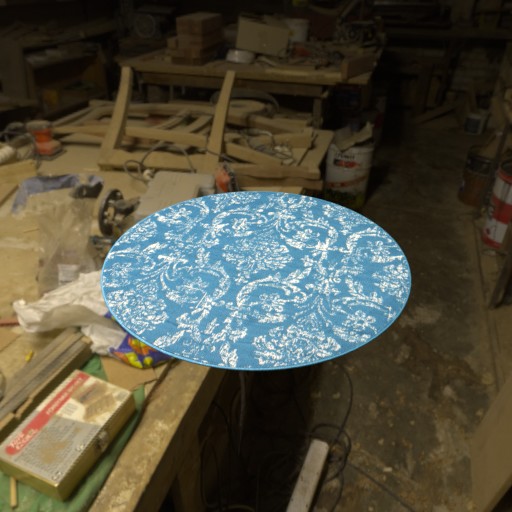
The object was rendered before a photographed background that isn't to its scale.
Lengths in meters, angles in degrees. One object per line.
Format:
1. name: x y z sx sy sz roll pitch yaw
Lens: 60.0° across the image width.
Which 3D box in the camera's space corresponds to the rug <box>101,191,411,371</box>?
1. rug: 0.000 0.000 2.367 1.593 0.012 1.593 0 34 0
